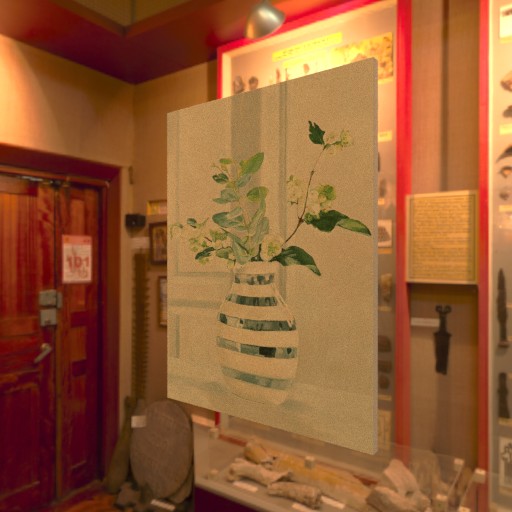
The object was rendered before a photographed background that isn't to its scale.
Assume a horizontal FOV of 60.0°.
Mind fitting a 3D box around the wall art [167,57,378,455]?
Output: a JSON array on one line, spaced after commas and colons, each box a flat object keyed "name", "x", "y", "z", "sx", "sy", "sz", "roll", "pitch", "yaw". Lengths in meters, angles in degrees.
[{"name": "wall art", "x": 0.000, "y": 0.000, "z": 1.632, "sx": 0.914, "sy": 1.212, "sz": 0.038, "roll": 0, "pitch": 0, "yaw": 37}]
